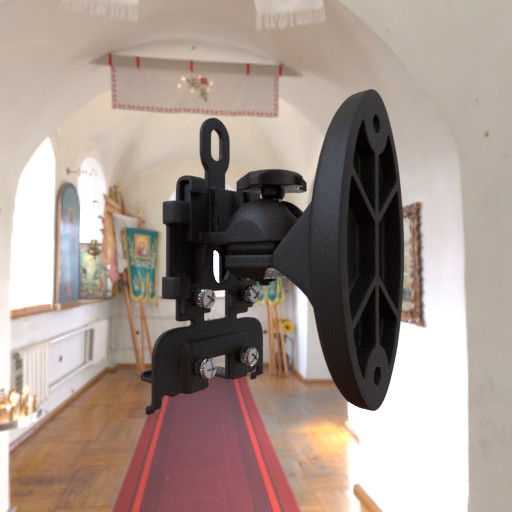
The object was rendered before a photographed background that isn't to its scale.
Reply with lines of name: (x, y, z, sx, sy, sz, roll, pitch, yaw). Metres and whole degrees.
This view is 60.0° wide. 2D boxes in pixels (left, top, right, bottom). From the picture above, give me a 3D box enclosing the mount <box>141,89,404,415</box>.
mount: (0.000, 0.000, 0.175, 0.100, 0.118, 0.066, -1, -1, 38)
